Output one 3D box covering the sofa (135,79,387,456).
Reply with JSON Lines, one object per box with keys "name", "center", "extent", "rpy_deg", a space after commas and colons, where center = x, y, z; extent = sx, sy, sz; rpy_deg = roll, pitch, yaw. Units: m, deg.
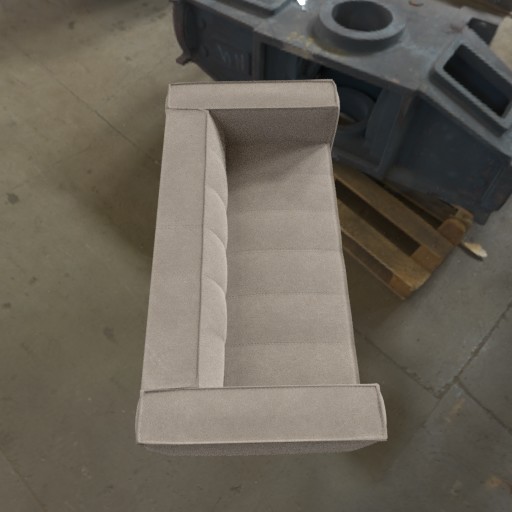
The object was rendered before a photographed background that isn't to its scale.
{"name": "sofa", "center": [0.000, 0.000, 2.440], "extent": [1.038, 0.680, 1.995], "rpy_deg": [-1, 63, -1]}
